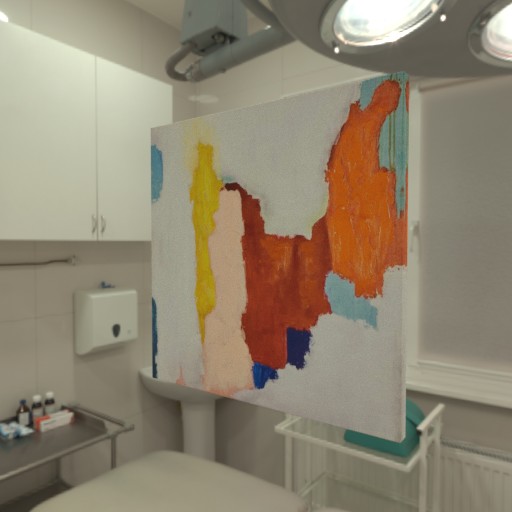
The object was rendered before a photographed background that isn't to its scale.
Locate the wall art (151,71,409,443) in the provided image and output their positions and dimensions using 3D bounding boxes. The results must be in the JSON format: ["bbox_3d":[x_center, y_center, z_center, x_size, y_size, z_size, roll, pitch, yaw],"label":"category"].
[{"bbox_3d":[0.000,0.000,1.220,0.814,0.814,0.037,1,2,36],"label":"wall art"}]
